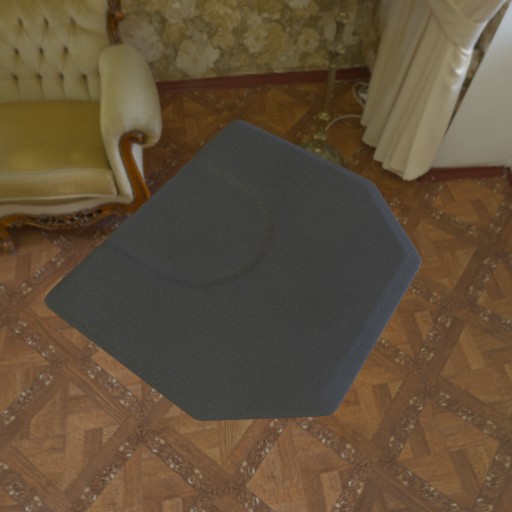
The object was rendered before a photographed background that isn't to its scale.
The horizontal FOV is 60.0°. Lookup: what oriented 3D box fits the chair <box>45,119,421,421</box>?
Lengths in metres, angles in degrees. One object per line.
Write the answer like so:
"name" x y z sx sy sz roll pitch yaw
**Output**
"chair" 0.000 0.000 1.932 1.219 0.024 1.372 30 62 18
